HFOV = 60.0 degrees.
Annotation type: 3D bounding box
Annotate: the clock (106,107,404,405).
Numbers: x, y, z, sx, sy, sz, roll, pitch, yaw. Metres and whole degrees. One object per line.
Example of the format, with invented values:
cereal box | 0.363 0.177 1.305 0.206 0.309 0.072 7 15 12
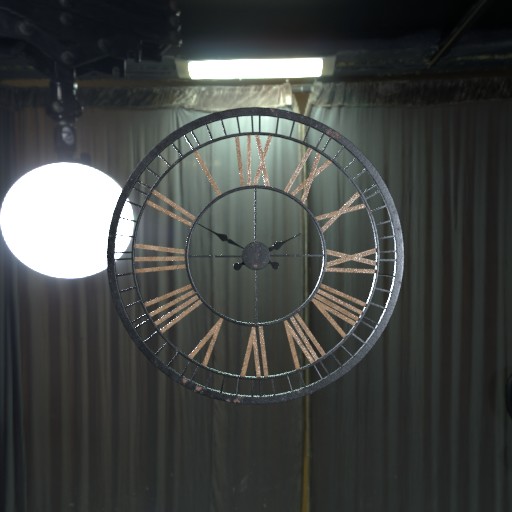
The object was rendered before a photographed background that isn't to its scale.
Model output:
clock | 0.000 0.000 1.267 0.843 0.843 0.025 0 0 -1
